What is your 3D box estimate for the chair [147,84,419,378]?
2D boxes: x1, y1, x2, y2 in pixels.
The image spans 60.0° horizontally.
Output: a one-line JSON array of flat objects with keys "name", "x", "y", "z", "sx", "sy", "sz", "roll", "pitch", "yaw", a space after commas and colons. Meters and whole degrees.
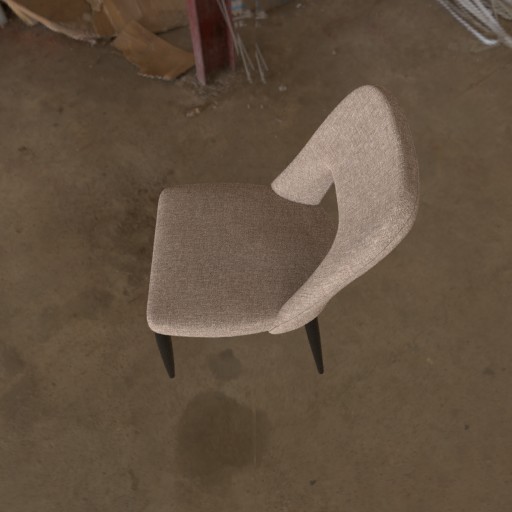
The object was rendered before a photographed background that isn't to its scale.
[{"name": "chair", "x": 0.000, "y": 0.000, "z": 1.250, "sx": 0.612, "sy": 0.931, "sz": 0.470, "roll": -1, "pitch": 60, "yaw": -1}]
